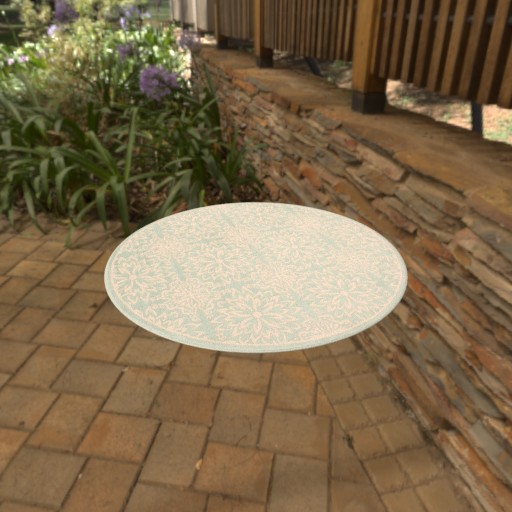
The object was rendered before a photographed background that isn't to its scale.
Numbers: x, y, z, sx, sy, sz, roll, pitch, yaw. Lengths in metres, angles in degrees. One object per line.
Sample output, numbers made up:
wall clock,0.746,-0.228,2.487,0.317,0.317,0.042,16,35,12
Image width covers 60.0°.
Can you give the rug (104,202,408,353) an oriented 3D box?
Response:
rug,0.000,0.000,2.429,1.593,0.012,1.593,0,28,0
